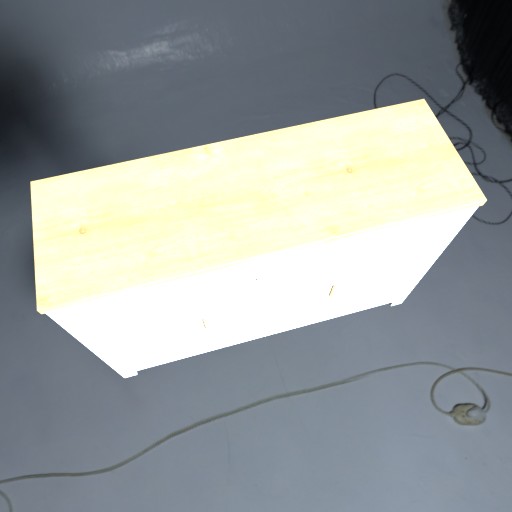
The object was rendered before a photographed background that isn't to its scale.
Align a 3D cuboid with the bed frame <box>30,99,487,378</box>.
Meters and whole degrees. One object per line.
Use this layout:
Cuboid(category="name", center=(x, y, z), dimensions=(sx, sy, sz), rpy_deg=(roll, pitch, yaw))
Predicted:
Cuboid(category="bed frame", center=(0.000, 0.000, 1.703), dimensions=(1.300, 0.850, 0.430), rpy_deg=(-14, 63, -7))
